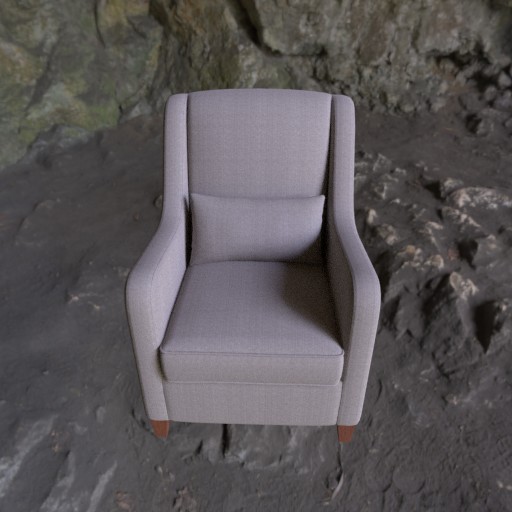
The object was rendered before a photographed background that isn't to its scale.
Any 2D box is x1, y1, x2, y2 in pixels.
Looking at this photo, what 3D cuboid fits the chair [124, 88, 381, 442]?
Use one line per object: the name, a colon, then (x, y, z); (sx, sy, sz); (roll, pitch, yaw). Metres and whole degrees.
chair: (0.000, 0.000, 1.612); (0.715, 1.017, 0.890); (1, 31, 2)
